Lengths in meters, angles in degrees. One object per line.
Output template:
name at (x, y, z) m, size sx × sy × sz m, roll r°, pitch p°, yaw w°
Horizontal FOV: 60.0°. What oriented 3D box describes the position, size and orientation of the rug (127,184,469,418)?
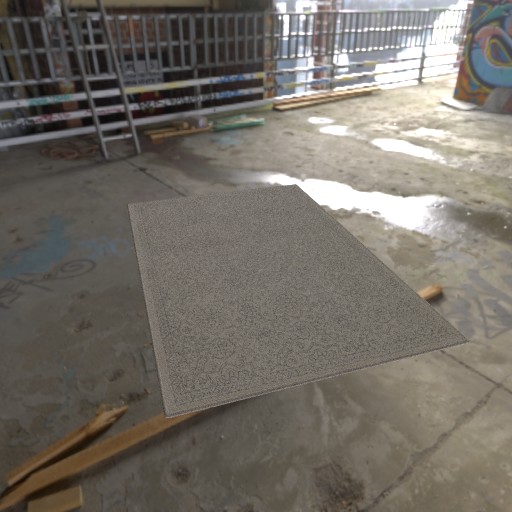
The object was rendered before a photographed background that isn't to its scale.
rug at (0.000, 0.000, 2.367) m, size 1.219 × 0.010 × 1.829 m, roll -9°, pitch 32°, yaw -15°
